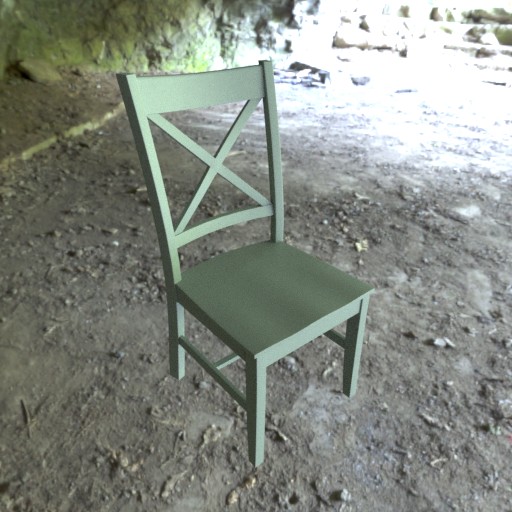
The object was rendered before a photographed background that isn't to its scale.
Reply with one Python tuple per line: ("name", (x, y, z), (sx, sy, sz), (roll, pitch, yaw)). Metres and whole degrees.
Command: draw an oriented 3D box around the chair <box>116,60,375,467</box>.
("chair", (0.000, 0.000, 1.294), (0.485, 0.983, 0.542), (-22, 36, -33))
